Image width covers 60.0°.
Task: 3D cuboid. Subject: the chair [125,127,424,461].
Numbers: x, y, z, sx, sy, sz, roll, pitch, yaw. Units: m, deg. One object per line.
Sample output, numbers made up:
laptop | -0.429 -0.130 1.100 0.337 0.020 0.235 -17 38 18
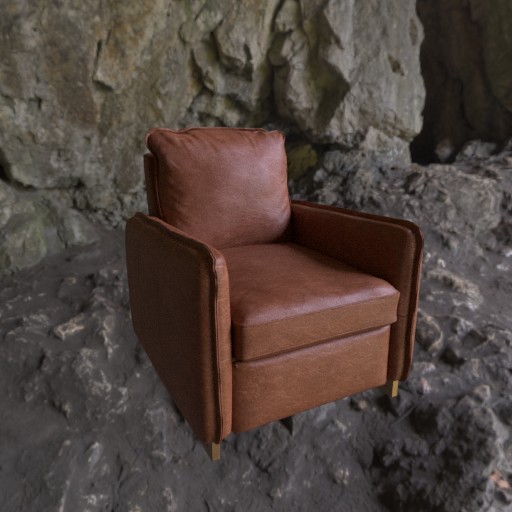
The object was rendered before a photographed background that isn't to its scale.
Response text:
chair | 0.000 0.000 1.642 0.830 0.922 0.922 -8 18 -26
